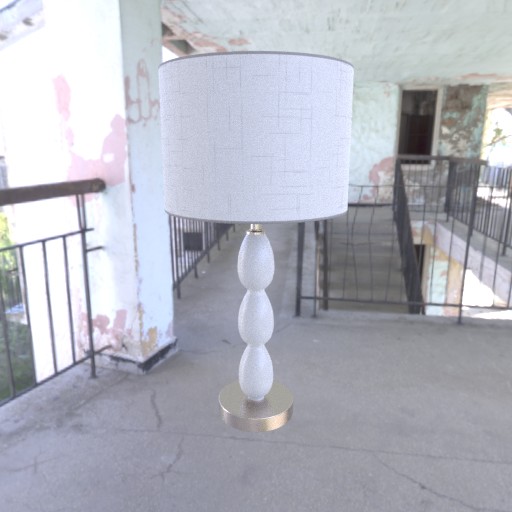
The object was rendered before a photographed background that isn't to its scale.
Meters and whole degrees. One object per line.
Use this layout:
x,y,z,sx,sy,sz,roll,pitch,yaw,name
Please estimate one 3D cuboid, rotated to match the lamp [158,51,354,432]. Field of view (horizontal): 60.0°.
0.000,0.000,0.715,0.282,0.559,0.280,7,16,27,lamp
